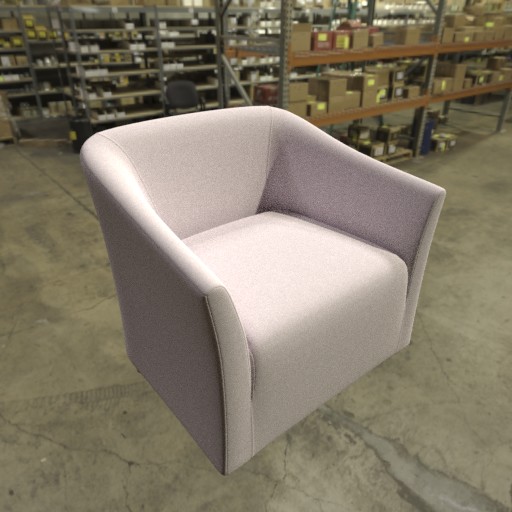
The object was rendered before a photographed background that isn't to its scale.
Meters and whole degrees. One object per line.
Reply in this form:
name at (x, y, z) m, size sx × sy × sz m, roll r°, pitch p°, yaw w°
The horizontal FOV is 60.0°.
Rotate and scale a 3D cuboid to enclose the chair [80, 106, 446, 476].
chair at (0.000, 0.000, 1.314) m, size 0.790 × 0.720 × 0.700 m, roll -22°, pitch 36°, yaw -34°
